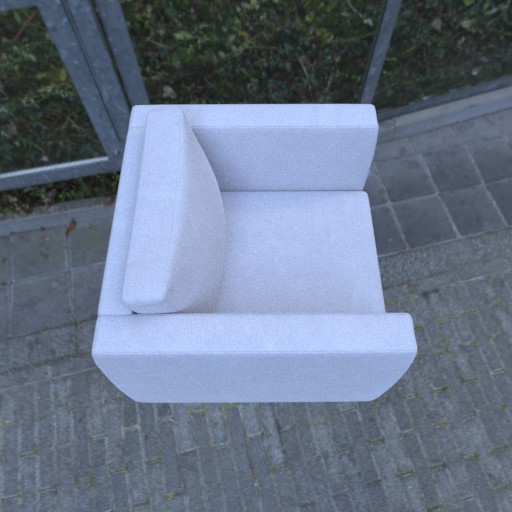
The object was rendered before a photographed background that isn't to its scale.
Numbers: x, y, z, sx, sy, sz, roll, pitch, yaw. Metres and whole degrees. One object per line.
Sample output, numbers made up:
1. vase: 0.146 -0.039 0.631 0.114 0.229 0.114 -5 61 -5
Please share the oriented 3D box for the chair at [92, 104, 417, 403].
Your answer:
1. chair: 0.000 0.000 1.693 0.930 0.860 1.000 0 63 0
